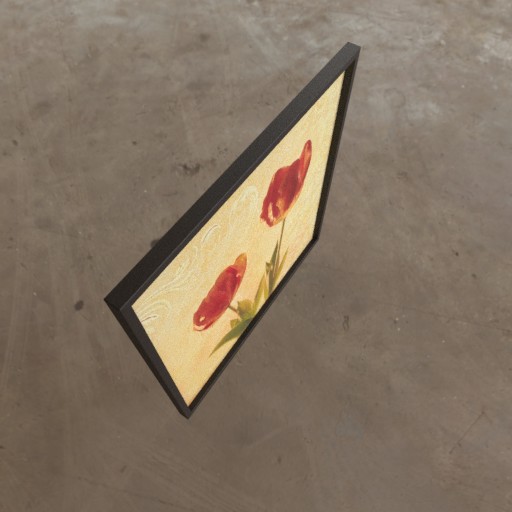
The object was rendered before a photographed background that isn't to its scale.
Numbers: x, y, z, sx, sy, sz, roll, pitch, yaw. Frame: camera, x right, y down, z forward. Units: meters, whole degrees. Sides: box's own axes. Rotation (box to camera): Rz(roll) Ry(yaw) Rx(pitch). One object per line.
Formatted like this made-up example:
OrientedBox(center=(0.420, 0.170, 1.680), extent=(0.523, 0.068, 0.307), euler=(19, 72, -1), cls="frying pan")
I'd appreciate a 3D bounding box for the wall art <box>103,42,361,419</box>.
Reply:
OrientedBox(center=(0.000, 0.000, 1.200), extent=(0.043, 0.807, 0.805), euler=(30, 63, 17), cls="wall art")
